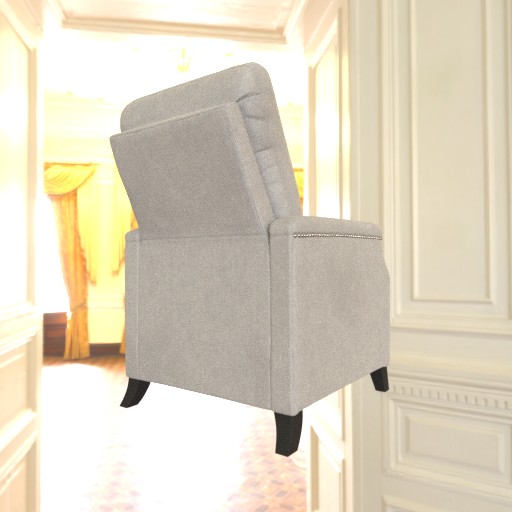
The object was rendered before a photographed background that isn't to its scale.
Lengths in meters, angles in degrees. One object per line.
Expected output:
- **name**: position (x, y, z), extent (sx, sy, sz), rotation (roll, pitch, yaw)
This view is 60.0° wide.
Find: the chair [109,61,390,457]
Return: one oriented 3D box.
- **chair**: position (0.000, 0.000, 1.613), extent (0.710, 1.049, 0.922), rotation (-1, -1, 36)
